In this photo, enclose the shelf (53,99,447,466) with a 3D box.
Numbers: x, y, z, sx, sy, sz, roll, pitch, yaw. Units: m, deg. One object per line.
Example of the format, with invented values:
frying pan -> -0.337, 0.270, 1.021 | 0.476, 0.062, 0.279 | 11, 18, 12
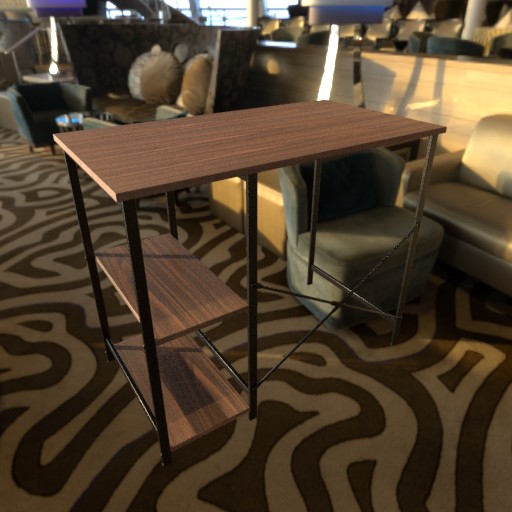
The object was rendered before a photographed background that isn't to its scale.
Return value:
shelf -> 0.000, 0.000, 1.338 | 0.902, 0.750, 0.498 | -18, 34, -29
